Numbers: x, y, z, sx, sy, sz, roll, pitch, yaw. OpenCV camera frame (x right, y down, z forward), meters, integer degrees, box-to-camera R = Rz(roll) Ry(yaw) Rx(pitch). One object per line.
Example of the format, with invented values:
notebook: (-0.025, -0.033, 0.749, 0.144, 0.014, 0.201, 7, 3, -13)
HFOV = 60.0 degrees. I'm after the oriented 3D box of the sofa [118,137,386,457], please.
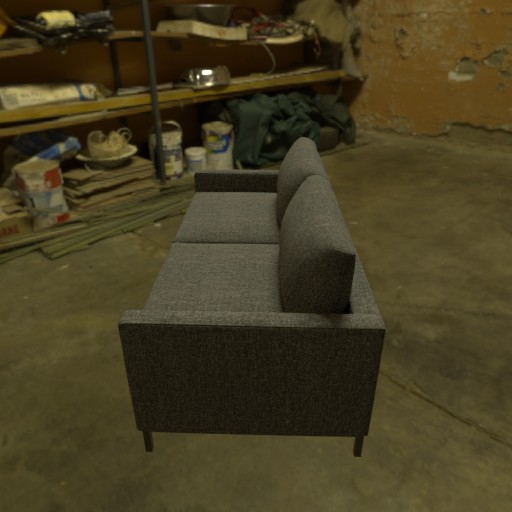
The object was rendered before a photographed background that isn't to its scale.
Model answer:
sofa: (0.000, 0.000, 2.215, 0.866, 0.862, 1.716, 1, 27, 1)
